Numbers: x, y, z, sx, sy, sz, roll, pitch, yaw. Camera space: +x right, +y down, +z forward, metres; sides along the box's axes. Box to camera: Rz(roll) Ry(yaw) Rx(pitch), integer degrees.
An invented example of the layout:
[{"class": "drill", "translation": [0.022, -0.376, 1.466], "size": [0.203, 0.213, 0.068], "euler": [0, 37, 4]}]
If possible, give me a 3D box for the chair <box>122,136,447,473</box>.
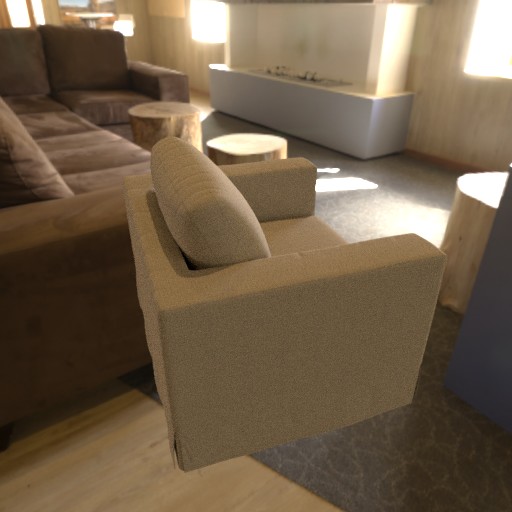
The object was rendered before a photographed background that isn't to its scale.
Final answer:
[{"class": "chair", "translation": [0.000, 0.000, 1.837], "size": [0.957, 0.878, 1.150], "euler": [-10, 31, -17]}]
